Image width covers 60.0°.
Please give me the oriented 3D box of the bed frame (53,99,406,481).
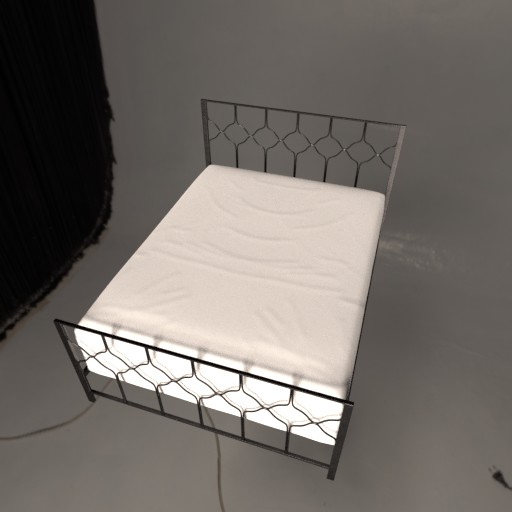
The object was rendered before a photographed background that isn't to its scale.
[{"bbox_3d":[0.000,0.000,3.026,1.597,1.222,2.063,12,42,14],"label":"bed frame"}]
